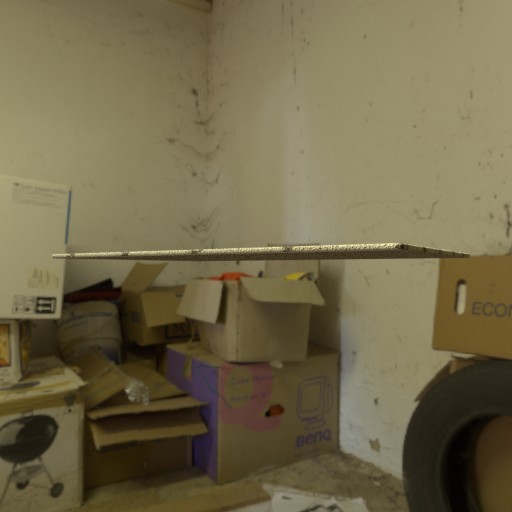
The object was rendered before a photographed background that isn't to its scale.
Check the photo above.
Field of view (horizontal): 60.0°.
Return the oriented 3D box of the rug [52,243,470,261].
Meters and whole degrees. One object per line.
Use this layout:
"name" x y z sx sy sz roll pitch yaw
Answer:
"rug" 0.000 0.000 3.032 2.438 0.030 1.524 -1 -2 35
